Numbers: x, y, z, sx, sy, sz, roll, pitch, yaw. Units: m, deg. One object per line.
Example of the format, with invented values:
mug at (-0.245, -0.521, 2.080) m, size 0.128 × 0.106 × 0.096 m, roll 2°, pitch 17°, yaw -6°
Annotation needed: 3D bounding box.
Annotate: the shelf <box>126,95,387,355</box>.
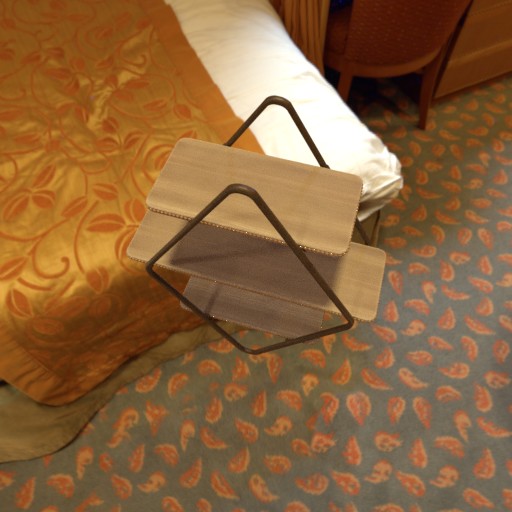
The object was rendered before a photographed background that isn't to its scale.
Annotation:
shelf at (0.000, 0.000, 1.078) m, size 0.609 × 0.774 × 0.234 m, roll 14°, pitch 60°, yaw 9°
